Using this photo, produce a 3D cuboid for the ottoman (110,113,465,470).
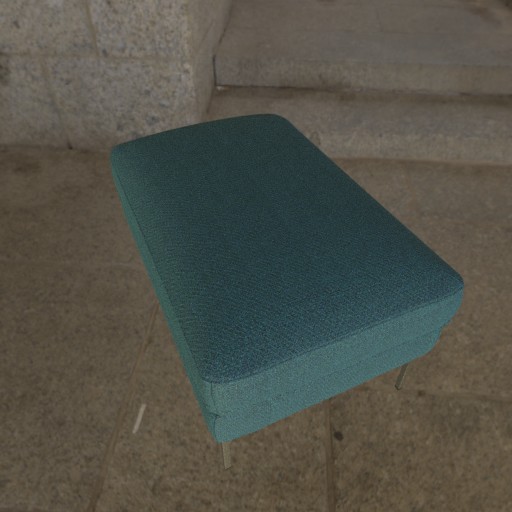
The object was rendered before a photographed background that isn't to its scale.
[{"bbox_3d":[0.000,0.000,1.180,0.563,0.498,0.856,-17,46,-18],"label":"ottoman"}]
